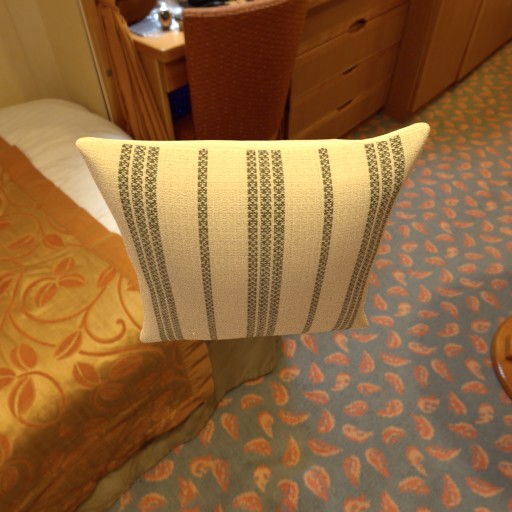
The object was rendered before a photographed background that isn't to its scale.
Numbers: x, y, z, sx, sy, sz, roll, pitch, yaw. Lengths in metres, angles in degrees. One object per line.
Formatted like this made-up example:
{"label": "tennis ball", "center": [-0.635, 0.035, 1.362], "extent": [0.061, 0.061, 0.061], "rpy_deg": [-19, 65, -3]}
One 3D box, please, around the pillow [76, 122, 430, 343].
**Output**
{"label": "pillow", "center": [0.000, 0.000, 0.643], "extent": [0.405, 0.406, 0.173], "rpy_deg": [-3, 47, -3]}
